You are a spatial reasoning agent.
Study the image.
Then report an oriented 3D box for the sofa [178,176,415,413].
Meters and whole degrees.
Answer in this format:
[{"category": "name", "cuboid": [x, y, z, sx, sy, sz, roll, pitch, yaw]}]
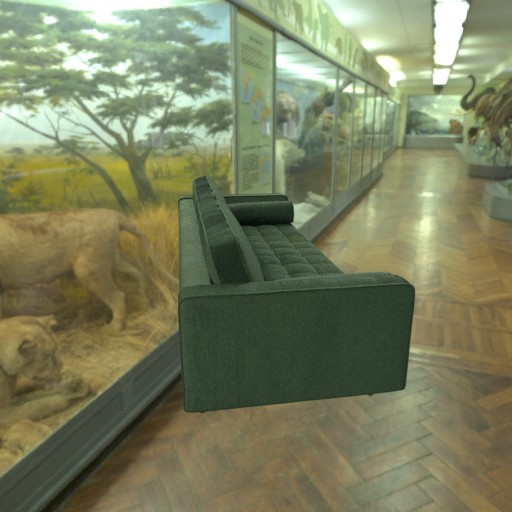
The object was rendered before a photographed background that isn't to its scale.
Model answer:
[{"category": "sofa", "cuboid": [0.000, 0.000, 2.687, 0.918, 0.769, 2.199, -3, 17, -9]}]
